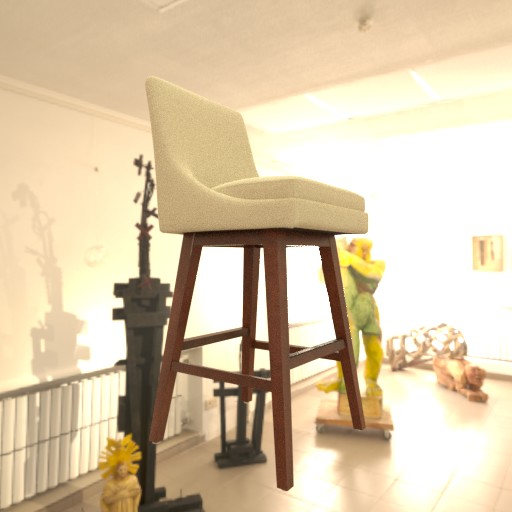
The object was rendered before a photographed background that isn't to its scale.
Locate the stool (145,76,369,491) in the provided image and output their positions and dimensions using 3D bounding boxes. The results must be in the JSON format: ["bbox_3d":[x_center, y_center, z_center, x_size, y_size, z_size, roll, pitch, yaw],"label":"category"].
[{"bbox_3d":[0.000,0.000,1.364,0.559,1.097,0.470,0,0,36],"label":"stool"}]
